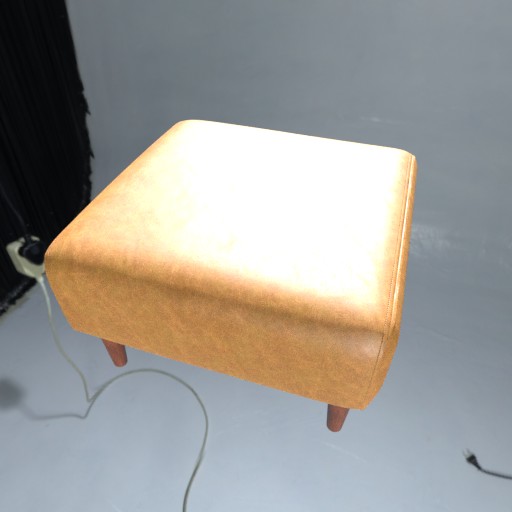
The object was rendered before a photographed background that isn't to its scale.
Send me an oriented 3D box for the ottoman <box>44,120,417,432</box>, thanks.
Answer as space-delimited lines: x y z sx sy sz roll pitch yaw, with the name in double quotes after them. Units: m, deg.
0.000 0.000 1.055 0.650 0.399 0.650 12 43 14 "ottoman"
